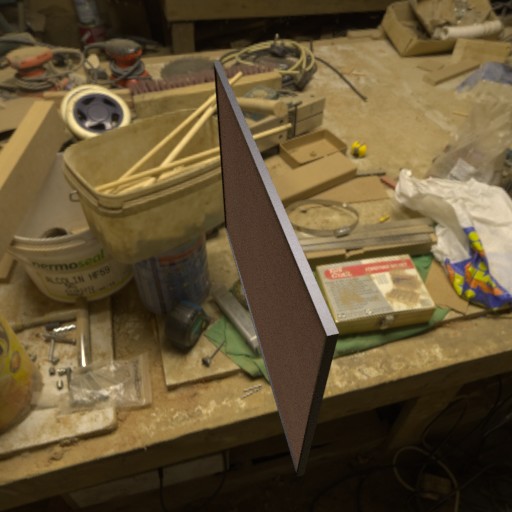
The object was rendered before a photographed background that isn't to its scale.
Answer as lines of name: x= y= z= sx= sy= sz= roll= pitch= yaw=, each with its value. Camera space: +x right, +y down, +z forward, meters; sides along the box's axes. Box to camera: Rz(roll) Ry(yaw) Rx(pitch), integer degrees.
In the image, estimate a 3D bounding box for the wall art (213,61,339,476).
wall art: x=0.000 y=0.000 z=1.214 sx=0.019 sy=0.660 sz=0.957 roll=-10 pitch=48 yaw=-9
